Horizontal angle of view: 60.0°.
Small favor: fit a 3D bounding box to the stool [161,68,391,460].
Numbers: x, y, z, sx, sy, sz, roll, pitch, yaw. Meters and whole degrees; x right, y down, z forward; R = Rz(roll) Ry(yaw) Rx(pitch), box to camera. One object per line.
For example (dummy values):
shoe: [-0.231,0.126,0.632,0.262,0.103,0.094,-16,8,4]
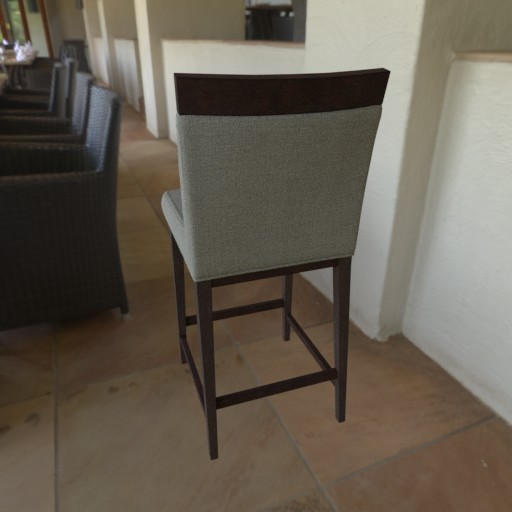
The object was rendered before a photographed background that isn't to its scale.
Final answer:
stool: [0.000,0.000,1.410,0.511,1.117,0.531,-9,28,-17]
